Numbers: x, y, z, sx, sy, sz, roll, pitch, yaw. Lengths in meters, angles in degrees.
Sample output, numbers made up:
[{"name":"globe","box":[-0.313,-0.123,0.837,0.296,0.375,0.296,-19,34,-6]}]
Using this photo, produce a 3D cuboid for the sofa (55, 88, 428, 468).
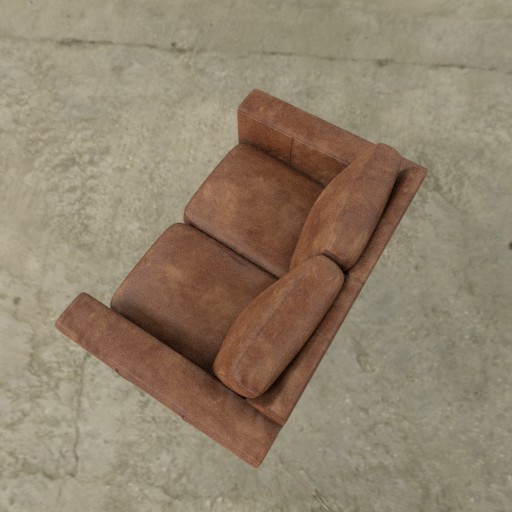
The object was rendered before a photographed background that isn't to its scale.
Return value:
[{"name":"sofa","box":[0.000,0.000,2.206,1.041,0.889,1.626,30,68,13]}]
